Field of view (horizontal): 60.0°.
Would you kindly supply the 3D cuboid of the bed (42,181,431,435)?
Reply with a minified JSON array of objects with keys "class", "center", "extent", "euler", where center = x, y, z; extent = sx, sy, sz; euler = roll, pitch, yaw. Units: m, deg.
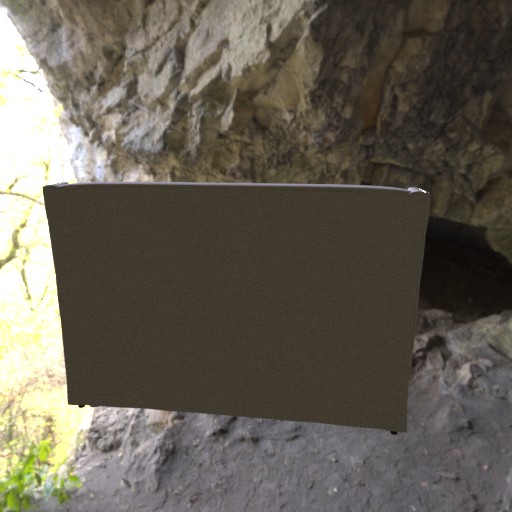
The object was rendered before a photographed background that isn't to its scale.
[{"class":"bed","center":[0.000,0.000,3.366],"extent":[1.925,1.332,2.276],"euler":[2,16,7]}]
